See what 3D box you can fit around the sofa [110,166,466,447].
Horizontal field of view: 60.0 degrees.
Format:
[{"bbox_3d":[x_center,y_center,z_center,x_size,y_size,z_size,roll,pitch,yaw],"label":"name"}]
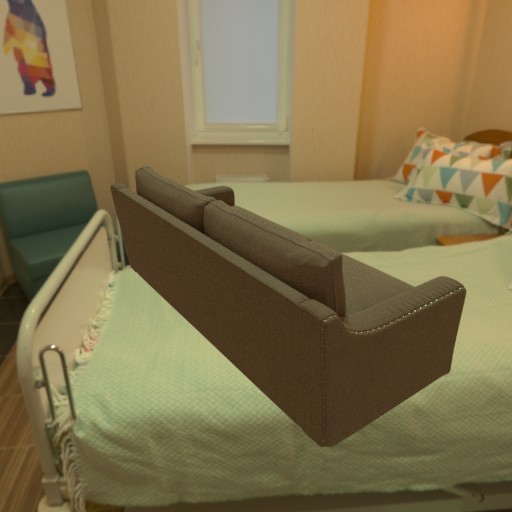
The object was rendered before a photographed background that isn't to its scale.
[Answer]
[{"bbox_3d":[0.000,0.000,2.730,1.000,0.857,2.208,-17,29,-32],"label":"sofa"}]
